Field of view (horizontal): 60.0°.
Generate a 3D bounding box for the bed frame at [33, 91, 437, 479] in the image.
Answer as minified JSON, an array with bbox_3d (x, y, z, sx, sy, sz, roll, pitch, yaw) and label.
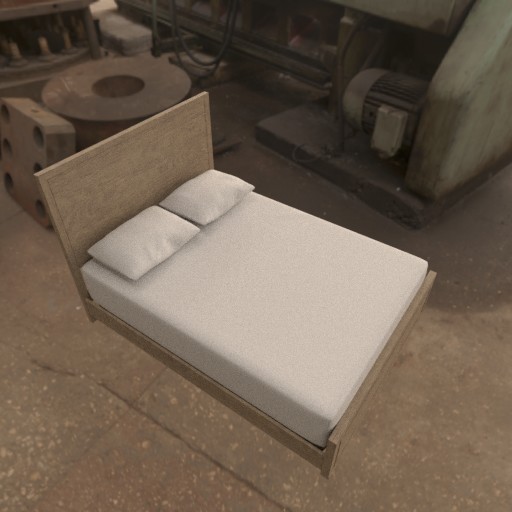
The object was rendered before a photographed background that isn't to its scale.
[{"bbox_3d":[0.000,0.000,3.172,2.189,1.369,1.606,25,47,26],"label":"bed frame"}]
